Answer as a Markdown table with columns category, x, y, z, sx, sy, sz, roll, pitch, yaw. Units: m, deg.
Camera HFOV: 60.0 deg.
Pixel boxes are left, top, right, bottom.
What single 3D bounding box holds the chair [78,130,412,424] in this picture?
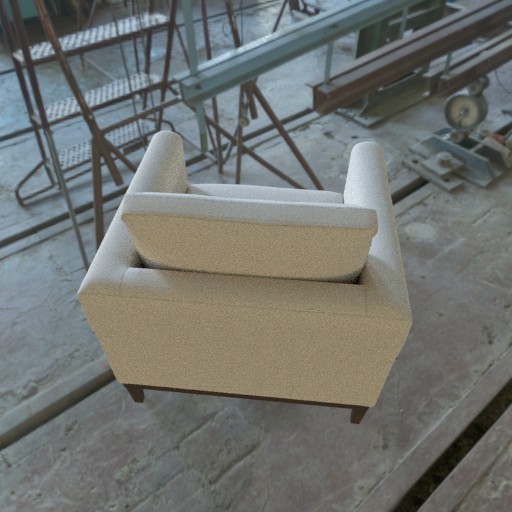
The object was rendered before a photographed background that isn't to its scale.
| category | x | y | z | sx | sy | sz | roll | pitch | yaw |
| --- | --- | --- | --- | --- | --- | --- | --- | --- | --- |
| chair | 0.000 | 0.000 | 1.712 | 0.982 | 0.915 | 0.896 | 4 | 46 | 4 |
